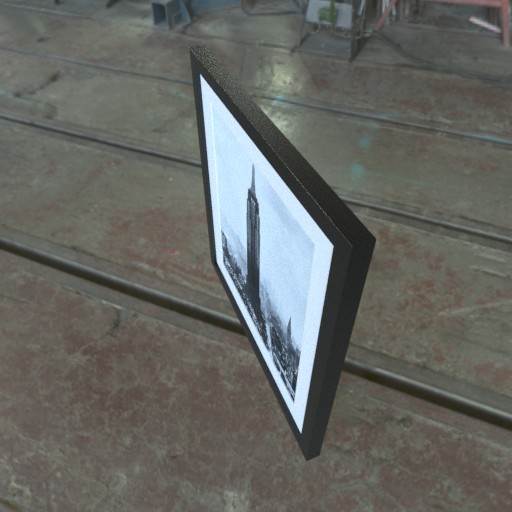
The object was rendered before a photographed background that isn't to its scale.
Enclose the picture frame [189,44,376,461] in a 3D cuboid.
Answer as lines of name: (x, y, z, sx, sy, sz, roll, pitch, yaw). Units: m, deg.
picture frame: (0.000, 0.000, 0.815, 0.029, 0.557, 0.559, -16, 47, -16)
